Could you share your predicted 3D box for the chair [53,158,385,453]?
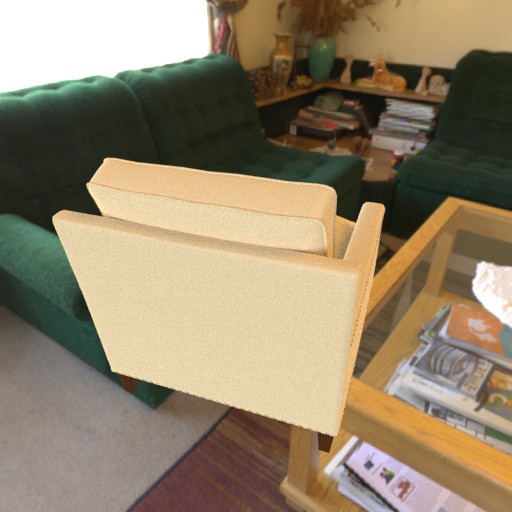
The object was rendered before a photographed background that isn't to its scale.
[{"bbox_3d":[0.000,0.000,1.673,0.853,0.943,1.014,11,33,17],"label":"chair"}]
